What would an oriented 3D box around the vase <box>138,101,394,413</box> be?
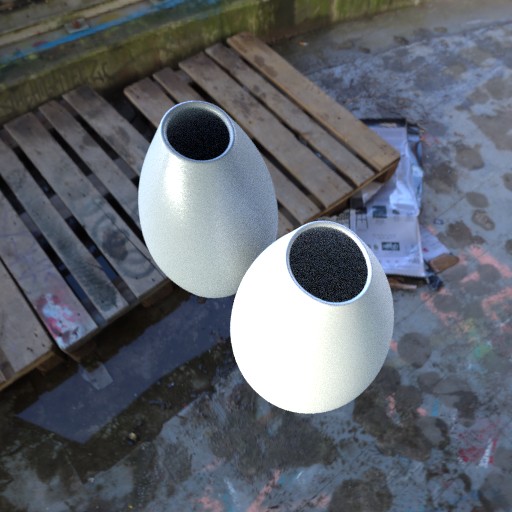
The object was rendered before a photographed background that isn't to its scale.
[{"bbox_3d":[0.000,0.000,0.259,0.089,0.131,0.187,-34,65,-18],"label":"vase"}]
